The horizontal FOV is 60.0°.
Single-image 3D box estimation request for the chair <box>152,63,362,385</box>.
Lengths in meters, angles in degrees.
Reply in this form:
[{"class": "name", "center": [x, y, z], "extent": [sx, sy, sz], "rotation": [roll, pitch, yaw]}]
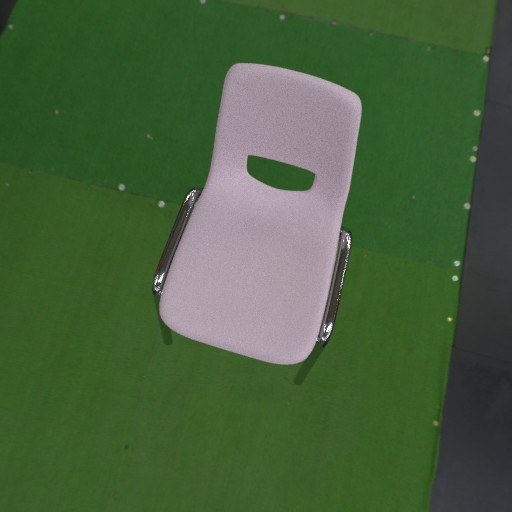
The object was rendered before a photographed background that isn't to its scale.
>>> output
[{"class": "chair", "center": [0.000, 0.000, 0.845], "extent": [0.354, 0.586, 0.423], "rotation": [16, 77, 4]}]
